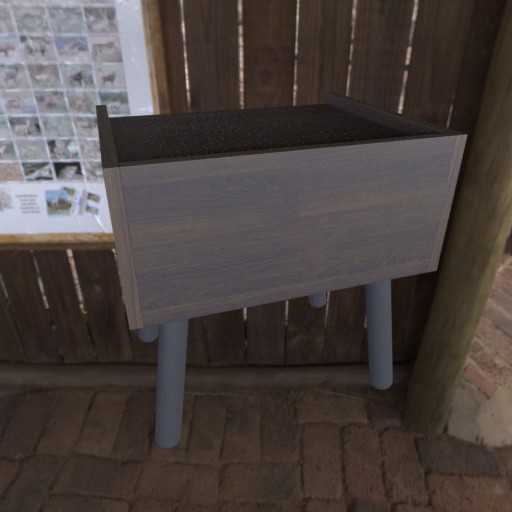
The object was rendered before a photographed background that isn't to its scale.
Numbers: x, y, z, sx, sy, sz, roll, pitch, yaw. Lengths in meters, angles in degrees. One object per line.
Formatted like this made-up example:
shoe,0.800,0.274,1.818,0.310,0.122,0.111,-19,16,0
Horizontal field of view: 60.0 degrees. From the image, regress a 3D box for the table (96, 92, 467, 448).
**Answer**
table,0.000,0.000,0.774,0.450,0.470,0.370,-9,30,-16
